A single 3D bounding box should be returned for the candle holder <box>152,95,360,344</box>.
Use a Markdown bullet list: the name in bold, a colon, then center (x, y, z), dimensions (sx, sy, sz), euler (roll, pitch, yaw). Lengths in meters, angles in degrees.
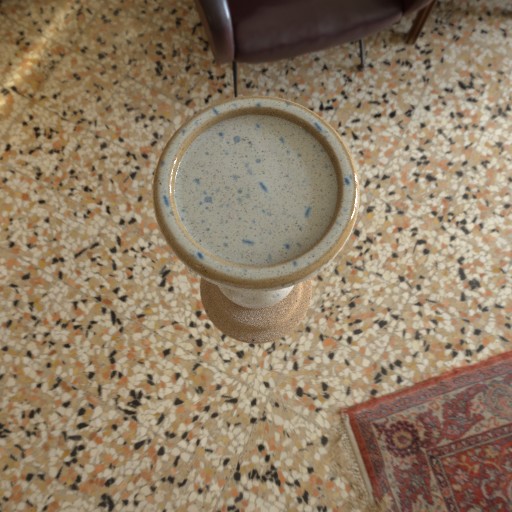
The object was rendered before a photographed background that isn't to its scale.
- **candle holder**: center (0.000, 0.000, 0.256), dimensions (0.088, 0.203, 0.088), euler (0, 75, 0)
